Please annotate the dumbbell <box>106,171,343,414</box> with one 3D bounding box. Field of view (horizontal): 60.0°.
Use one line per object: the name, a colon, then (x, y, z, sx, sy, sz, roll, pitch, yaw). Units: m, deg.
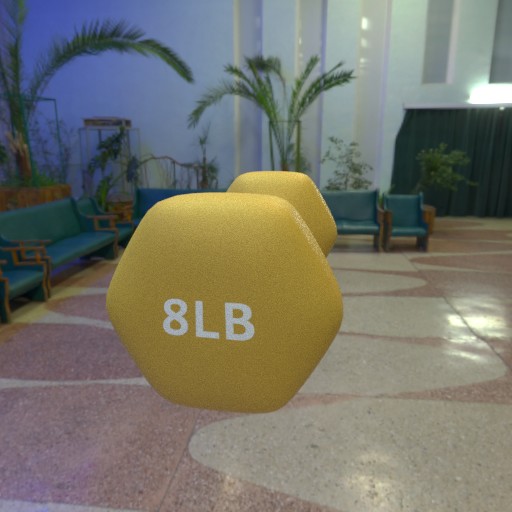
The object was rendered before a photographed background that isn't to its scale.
dumbbell: (0.000, 0.000, 0.240, 0.090, 0.082, 0.190, 2, 14, 10)
